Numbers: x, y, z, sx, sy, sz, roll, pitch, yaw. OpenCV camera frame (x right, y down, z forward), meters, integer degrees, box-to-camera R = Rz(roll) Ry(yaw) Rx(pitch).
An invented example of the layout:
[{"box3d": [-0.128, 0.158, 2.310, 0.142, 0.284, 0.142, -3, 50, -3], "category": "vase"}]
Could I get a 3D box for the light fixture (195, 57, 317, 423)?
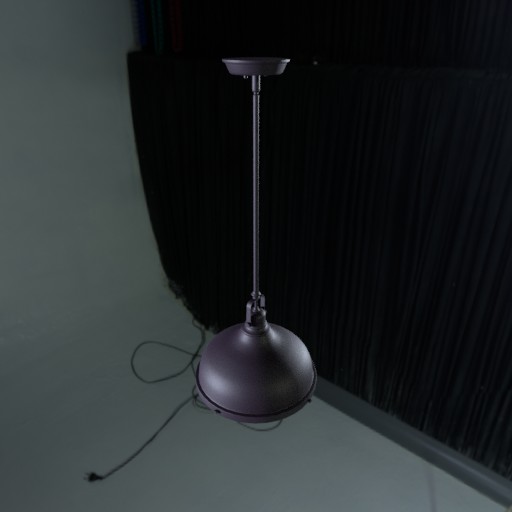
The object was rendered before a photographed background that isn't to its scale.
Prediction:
[{"box3d": [0.000, 0.000, 1.043, 0.341, 0.849, 0.341, 18, 32, 32], "category": "light fixture"}]
